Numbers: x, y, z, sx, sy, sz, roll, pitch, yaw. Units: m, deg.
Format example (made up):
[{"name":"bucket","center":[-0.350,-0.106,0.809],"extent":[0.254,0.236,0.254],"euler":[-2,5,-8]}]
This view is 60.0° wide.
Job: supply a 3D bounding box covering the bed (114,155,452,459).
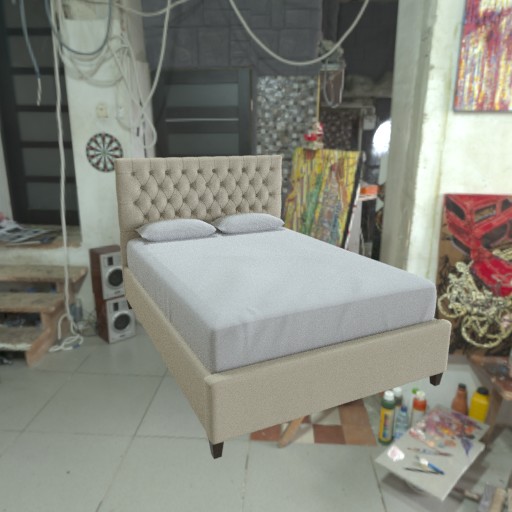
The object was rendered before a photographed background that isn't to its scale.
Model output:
[{"name":"bed","center":[0.000,0.000,3.466],"extent":[1.698,1.427,2.387],"euler":[-7,17,-25]}]
